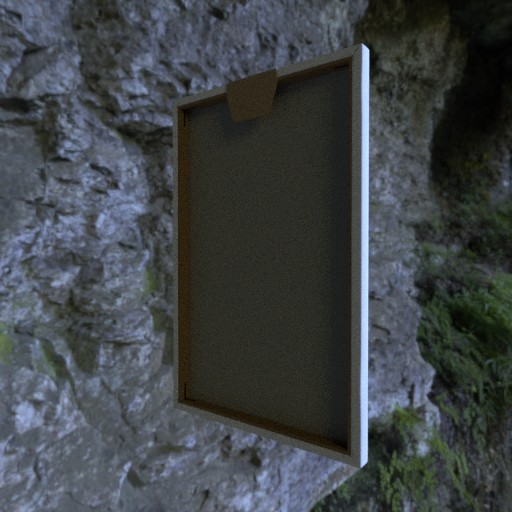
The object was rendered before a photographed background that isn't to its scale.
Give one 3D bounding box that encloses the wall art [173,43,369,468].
[{"bbox_3d":[0.000,0.000,1.150,0.602,0.916,0.048,1,1,38],"label":"wall art"}]
